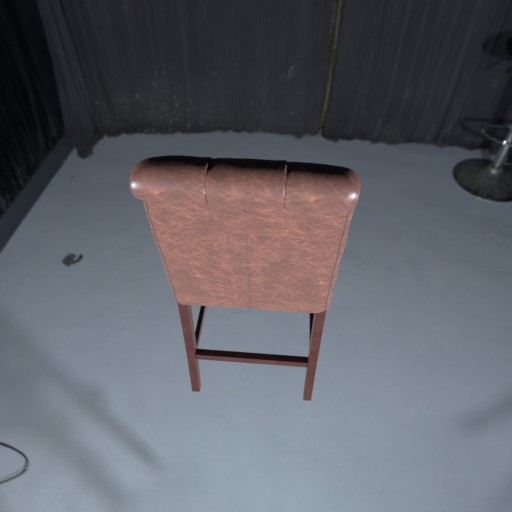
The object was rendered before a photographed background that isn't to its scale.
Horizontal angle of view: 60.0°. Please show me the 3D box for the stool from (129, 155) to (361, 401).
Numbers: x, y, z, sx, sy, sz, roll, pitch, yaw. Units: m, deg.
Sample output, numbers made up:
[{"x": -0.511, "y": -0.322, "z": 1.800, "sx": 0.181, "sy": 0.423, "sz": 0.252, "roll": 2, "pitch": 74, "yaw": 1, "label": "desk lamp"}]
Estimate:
[{"x": 0.000, "y": 0.000, "z": 1.460, "sx": 0.486, "sy": 1.084, "sz": 0.660, "roll": 4, "pitch": 46, "yaw": 3, "label": "stool"}]
